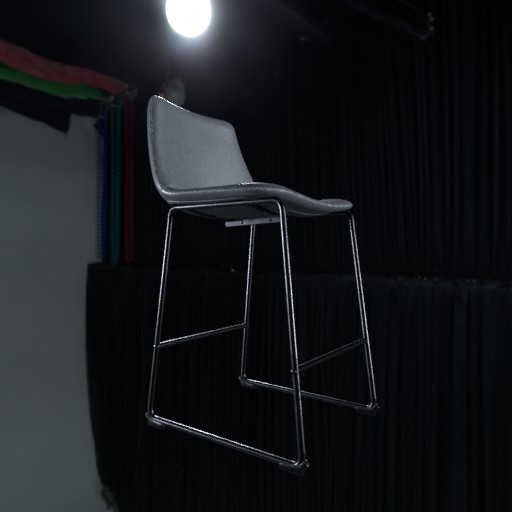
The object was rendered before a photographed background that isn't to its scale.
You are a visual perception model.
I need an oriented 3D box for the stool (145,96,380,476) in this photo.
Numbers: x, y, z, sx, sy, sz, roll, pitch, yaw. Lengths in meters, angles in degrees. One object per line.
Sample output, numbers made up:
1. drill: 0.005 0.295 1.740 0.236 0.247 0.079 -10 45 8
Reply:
1. stool: 0.000 0.000 1.204 0.546 0.876 0.470 1 1 35
